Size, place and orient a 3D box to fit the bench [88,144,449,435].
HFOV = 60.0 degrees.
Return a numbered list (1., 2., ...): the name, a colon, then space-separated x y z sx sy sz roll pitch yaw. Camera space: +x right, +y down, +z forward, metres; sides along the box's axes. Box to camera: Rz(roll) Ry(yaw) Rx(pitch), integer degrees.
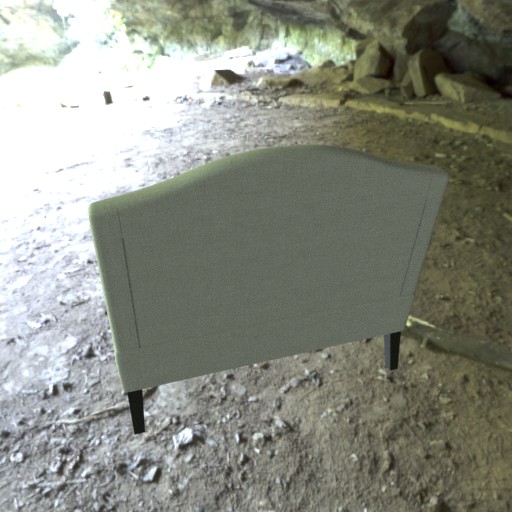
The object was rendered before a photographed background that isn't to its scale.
1. bench: 0.000 0.000 2.050 1.335 1.180 0.815 -9 29 -16
